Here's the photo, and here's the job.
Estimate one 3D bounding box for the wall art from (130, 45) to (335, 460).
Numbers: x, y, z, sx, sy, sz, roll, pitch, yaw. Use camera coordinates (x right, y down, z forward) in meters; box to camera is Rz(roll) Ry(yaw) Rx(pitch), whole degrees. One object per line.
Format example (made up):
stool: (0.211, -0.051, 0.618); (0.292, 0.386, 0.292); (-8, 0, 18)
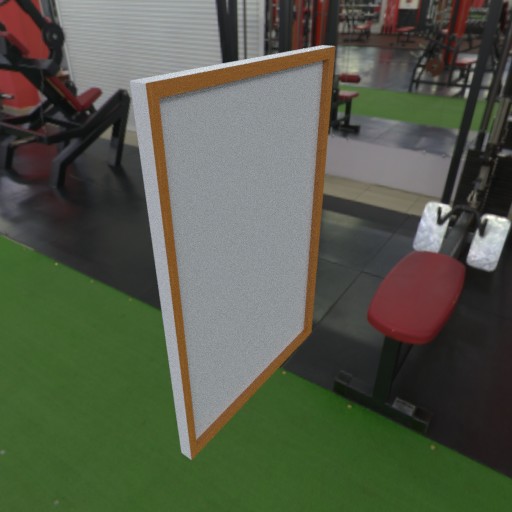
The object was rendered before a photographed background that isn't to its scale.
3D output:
wall art: (0.000, 0.000, 1.120); (0.037, 0.916, 0.610); (21, 37, 30)
